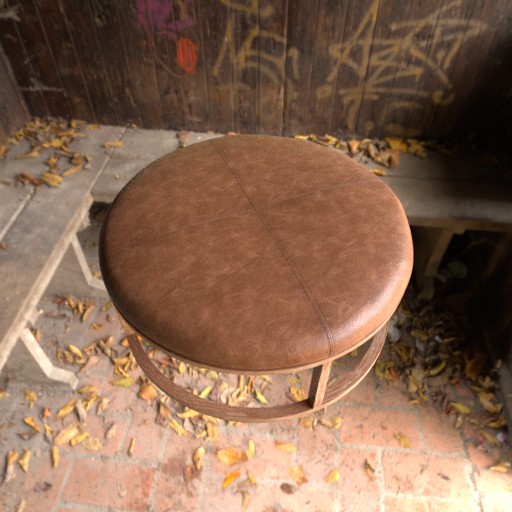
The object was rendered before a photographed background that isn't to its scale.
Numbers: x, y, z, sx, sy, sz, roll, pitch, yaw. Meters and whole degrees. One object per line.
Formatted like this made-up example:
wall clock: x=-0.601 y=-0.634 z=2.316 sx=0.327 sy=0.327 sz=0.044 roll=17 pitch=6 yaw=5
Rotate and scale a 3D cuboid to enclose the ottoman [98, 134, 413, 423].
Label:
ottoman: x=0.000 y=0.000 z=1.546 sx=1.006 sy=0.445 sz=1.006 roll=0 pitch=47 yaw=0
